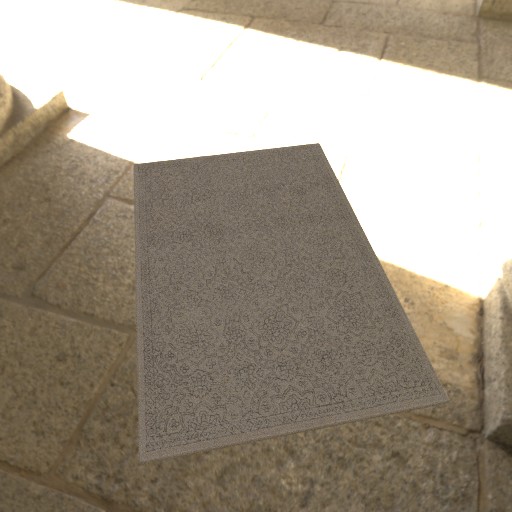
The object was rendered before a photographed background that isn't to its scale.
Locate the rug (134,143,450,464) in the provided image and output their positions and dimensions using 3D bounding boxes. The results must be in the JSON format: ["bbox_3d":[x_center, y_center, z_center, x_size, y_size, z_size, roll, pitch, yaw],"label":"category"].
[{"bbox_3d":[0.000,0.000,2.847,1.524,0.011,2.286,-8,49,-7],"label":"rug"}]
